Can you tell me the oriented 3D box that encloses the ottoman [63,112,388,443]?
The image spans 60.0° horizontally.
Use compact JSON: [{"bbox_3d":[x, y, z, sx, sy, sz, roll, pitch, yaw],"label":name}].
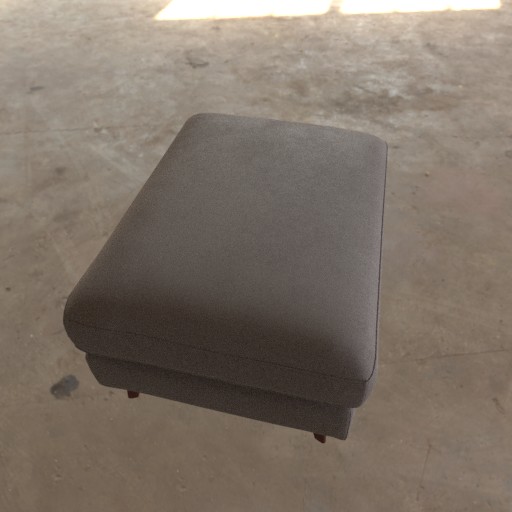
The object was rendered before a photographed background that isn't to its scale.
[{"bbox_3d":[0.000,0.000,1.156,0.608,0.449,0.811,10,47,9],"label":"ottoman"}]
